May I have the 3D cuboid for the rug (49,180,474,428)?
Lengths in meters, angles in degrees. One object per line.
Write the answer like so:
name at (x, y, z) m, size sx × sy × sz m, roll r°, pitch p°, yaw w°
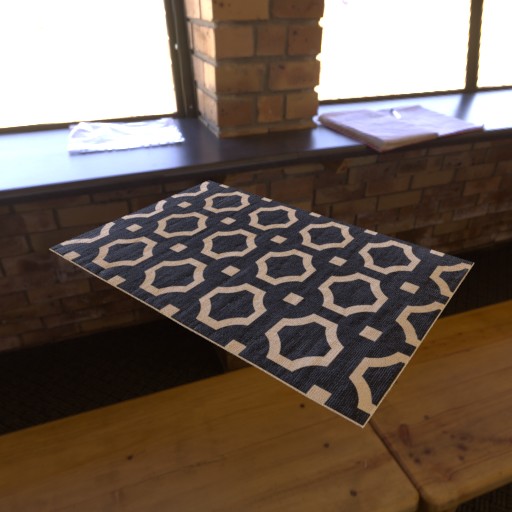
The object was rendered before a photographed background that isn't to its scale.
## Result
rug at (0.000, 0.000, 2.874) m, size 2.286 × 0.016 × 1.555 m, roll 22°, pitch 37°, yaw 32°
